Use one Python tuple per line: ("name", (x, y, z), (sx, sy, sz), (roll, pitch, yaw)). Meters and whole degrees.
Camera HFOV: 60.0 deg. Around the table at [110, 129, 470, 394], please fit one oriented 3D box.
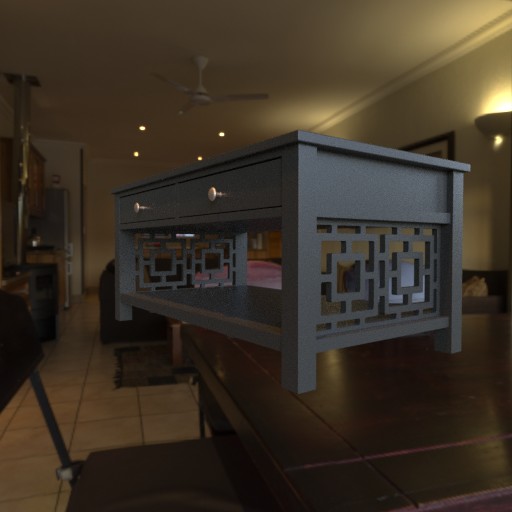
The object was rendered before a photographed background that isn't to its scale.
("table", (0.000, 0.000, 1.418), (0.612, 0.493, 1.068), (-1, 2, -36))
